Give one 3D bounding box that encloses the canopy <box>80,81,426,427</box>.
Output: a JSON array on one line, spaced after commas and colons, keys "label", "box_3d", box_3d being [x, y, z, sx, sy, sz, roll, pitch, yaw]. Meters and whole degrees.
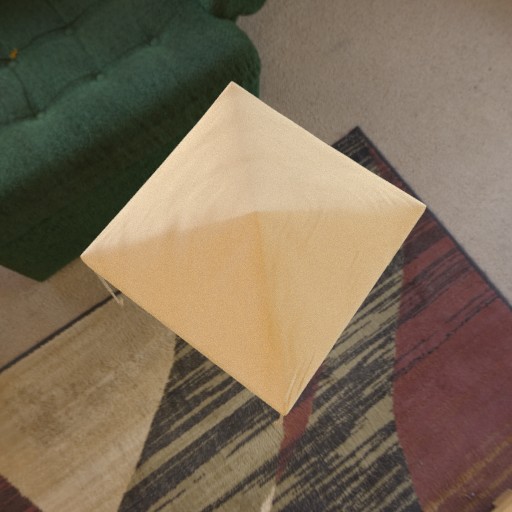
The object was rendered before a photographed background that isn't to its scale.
[{"label": "canopy", "box_3d": [0.000, 0.000, 6.391, 3.599, 3.600, 3.600, 35, 78, 9]}]
